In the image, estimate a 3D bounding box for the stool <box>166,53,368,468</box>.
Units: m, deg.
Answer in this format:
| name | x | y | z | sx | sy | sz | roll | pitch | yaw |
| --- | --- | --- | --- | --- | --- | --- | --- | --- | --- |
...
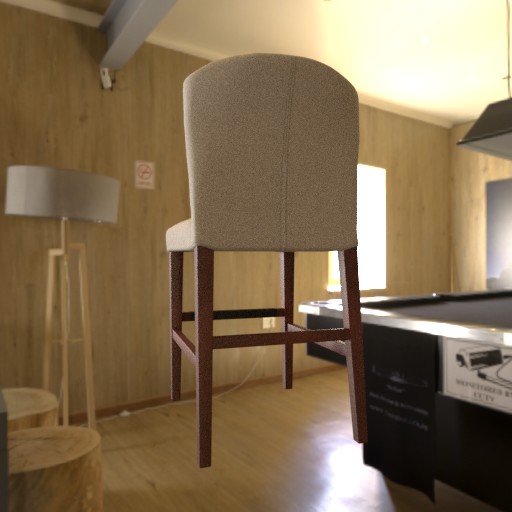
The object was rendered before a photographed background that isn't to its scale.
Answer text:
| name | x | y | z | sx | sy | sz | roll | pitch | yaw |
| --- | --- | --- | --- | --- | --- | --- | --- | --- | --- |
| stool | 0.000 | 0.000 | 1.321 | 0.479 | 0.968 | 0.568 | 0 | 0 | -18 |
